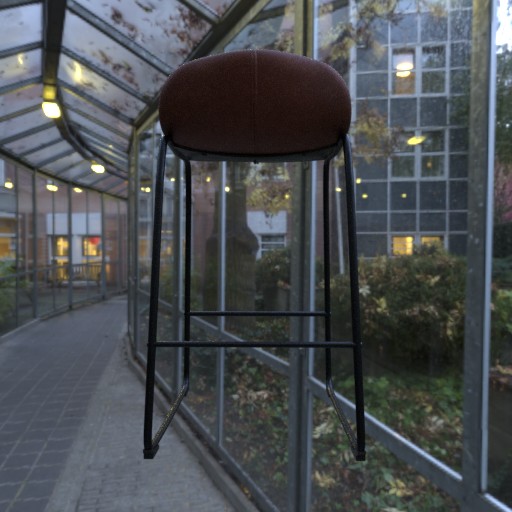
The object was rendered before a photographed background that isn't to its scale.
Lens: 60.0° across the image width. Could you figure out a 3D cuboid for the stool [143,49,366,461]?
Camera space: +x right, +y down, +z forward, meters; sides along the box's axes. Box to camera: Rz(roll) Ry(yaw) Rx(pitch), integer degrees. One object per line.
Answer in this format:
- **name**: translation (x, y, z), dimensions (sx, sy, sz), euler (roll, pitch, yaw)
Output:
- **stool**: translation (0.000, 0.000, 1.116), dimensions (0.454, 0.830, 0.473), euler (0, 1, 1)
